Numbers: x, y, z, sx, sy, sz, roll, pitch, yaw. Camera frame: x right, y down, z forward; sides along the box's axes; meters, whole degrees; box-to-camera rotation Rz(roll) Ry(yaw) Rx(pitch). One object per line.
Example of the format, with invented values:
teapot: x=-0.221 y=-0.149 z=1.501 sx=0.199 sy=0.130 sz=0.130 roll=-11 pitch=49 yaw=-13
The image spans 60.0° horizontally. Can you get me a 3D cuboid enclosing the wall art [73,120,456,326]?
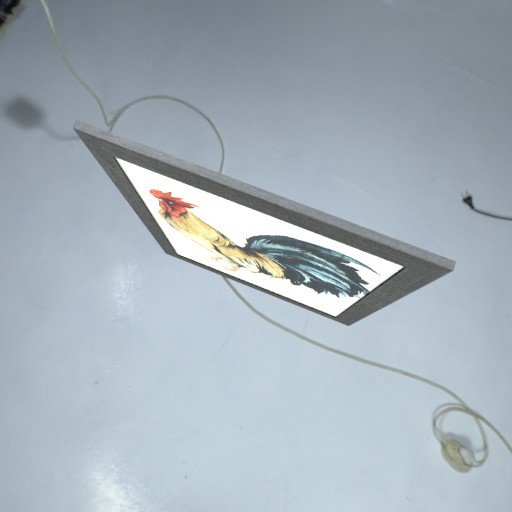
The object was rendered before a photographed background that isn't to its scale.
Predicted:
wall art: x=0.000 y=0.000 z=0.790 sx=0.476 sy=0.570 sz=0.013 roll=21 pitch=76 yaw=6
